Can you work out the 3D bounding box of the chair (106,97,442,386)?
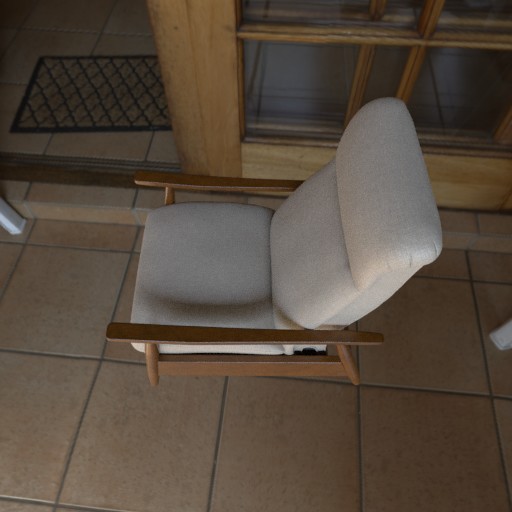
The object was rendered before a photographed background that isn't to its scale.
[{"bbox_3d":[0.000,0.000,1.773,1.030,1.082,0.762,0,58,0],"label":"chair"}]
